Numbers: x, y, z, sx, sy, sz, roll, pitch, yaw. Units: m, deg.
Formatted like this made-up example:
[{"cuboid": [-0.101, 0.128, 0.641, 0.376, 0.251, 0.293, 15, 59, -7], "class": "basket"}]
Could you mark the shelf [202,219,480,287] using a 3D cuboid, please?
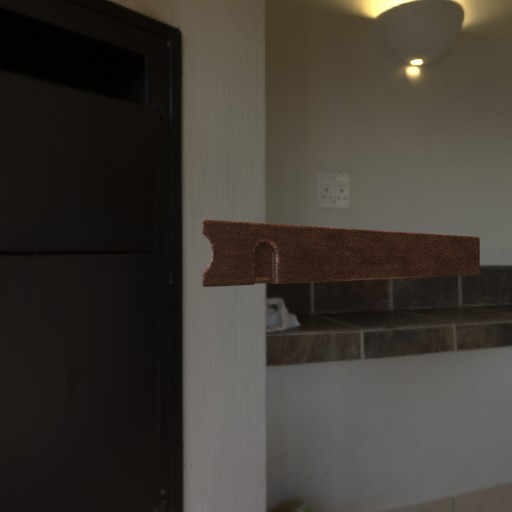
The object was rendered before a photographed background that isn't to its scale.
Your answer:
[{"cuboid": [0.000, 0.000, 0.435, 0.296, 0.035, 0.296, 0, 0, -38], "class": "shelf"}]
